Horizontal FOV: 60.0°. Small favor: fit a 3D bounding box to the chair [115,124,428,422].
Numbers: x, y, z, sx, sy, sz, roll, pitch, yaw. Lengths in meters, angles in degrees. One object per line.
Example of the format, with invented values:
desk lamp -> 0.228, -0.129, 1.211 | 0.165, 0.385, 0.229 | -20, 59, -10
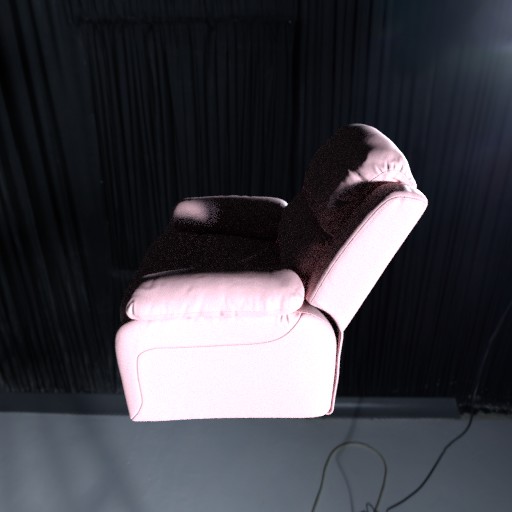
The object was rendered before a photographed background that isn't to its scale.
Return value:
chair -> 0.000, 0.000, 1.264 | 0.709, 0.702, 0.680 | 0, 26, 0
